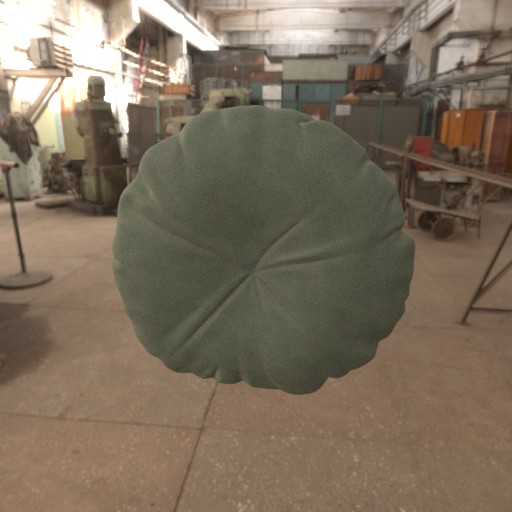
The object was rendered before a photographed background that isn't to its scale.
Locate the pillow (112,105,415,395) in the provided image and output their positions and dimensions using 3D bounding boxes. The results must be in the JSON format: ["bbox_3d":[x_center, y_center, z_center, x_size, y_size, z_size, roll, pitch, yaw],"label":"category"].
[{"bbox_3d":[0.000,0.000,0.632,0.428,0.407,0.148,3,17,8],"label":"pillow"}]
